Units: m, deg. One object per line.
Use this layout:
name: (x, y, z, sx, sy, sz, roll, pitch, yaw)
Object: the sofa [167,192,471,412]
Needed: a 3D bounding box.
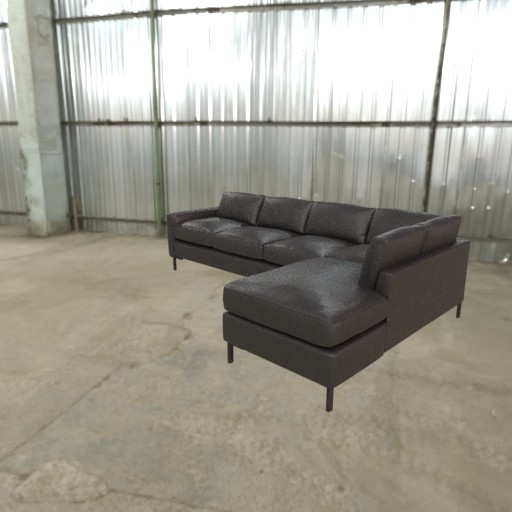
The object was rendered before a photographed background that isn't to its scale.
sofa: (0.000, 0.000, 3.898, 2.984, 0.877, 1.938, 14, 20, 43)
